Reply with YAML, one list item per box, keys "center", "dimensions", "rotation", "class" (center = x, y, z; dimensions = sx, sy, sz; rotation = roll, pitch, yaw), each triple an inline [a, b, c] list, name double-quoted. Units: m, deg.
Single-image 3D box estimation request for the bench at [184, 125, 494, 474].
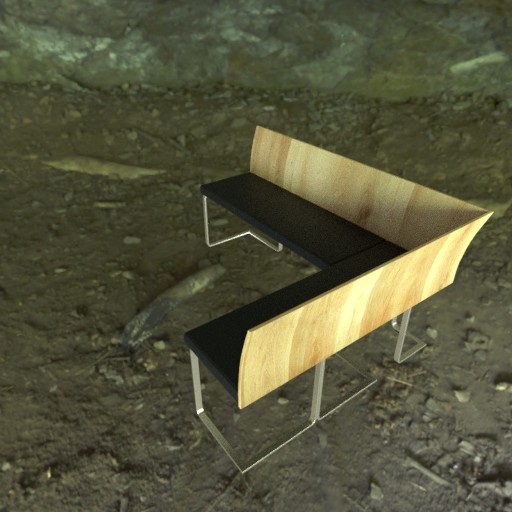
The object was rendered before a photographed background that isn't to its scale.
- center: [0.000, 0.000, 2.726]
  dimensions: [1.495, 0.930, 1.945]
  rotation: [-21, 38, -31]
  class: "bench"
